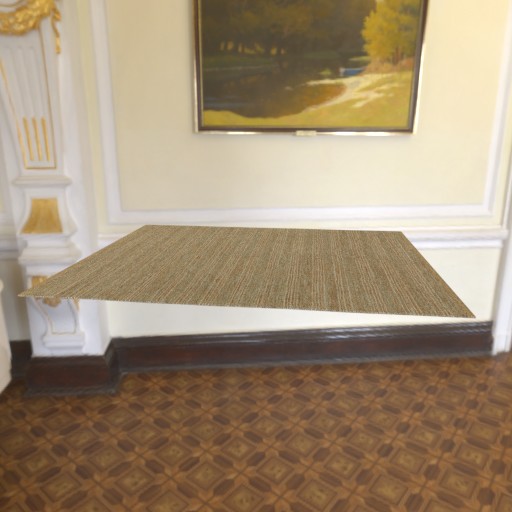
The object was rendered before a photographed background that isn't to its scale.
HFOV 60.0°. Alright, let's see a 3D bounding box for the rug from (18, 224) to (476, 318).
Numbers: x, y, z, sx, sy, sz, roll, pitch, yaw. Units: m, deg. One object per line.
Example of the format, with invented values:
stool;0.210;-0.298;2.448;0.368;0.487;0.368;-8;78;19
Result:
rug;0.000;0.000;4.072;3.034;0.012;2.471;2;16;7
